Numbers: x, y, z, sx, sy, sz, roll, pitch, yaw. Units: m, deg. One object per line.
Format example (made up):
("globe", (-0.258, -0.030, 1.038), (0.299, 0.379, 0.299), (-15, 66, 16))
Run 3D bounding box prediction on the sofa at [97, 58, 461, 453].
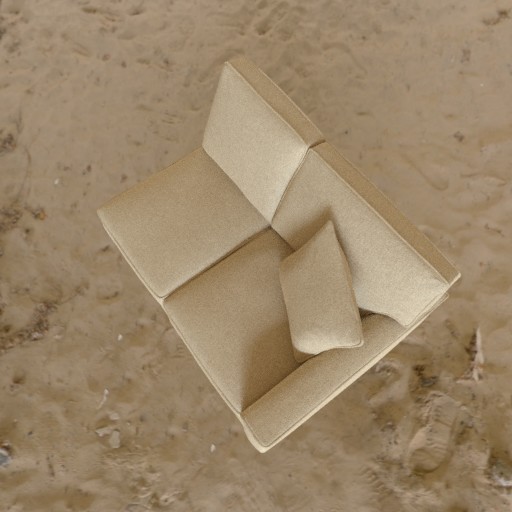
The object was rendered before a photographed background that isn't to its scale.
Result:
("sofa", (0.000, 0.000, 2.068), (0.991, 0.989, 1.388), (-34, 69, -15))
